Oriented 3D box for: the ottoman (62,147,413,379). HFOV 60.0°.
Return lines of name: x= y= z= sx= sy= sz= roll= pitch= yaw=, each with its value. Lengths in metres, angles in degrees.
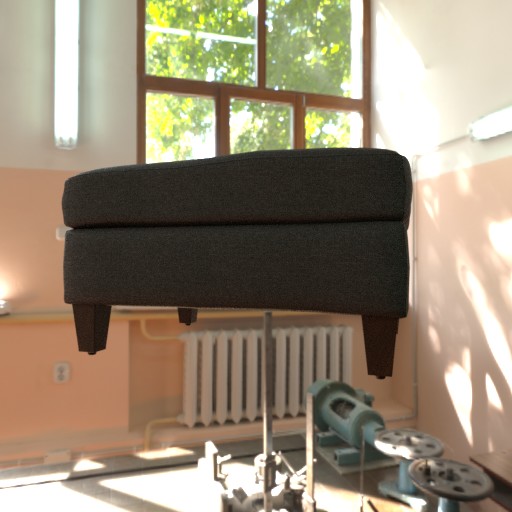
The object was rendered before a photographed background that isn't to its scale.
ottoman: x=0.000 y=0.000 z=1.243 sx=0.826 sy=0.496 sz=0.639 roll=0 pitch=0 yaw=19
